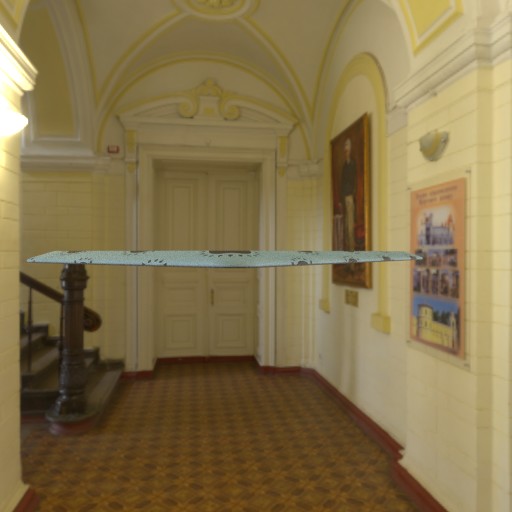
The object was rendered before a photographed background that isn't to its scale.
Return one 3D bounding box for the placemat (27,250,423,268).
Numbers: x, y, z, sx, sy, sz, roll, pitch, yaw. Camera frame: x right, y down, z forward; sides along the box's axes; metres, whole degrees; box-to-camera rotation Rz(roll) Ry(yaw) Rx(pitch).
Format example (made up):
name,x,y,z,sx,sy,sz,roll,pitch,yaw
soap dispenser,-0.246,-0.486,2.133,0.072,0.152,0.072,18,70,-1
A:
name,x,y,z,sx,sy,sz,roll,pitch,yaw
placemat,0.000,0.000,0.959,0.508,0.021,0.762,0,1,36
